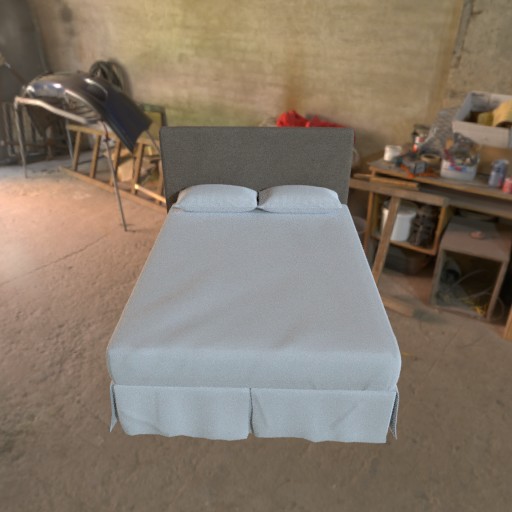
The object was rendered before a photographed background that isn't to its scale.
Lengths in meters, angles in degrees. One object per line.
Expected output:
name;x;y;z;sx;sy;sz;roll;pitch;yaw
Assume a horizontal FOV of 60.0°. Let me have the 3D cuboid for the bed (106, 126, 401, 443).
bed;0.000;0.000;3.196;1.723;1.330;2.142;1;31;1
